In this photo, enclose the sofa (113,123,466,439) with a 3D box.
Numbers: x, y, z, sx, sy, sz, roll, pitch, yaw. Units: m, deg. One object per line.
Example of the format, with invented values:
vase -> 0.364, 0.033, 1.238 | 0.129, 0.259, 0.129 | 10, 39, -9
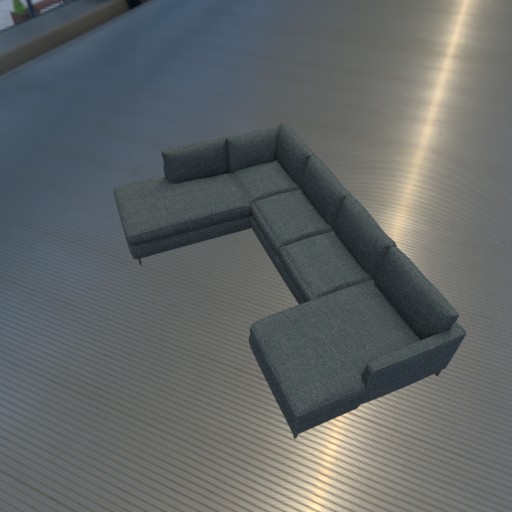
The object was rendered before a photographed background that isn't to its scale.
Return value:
sofa -> 0.000, 0.000, 3.620 | 1.879, 0.753, 2.737 | -17, 48, -15
